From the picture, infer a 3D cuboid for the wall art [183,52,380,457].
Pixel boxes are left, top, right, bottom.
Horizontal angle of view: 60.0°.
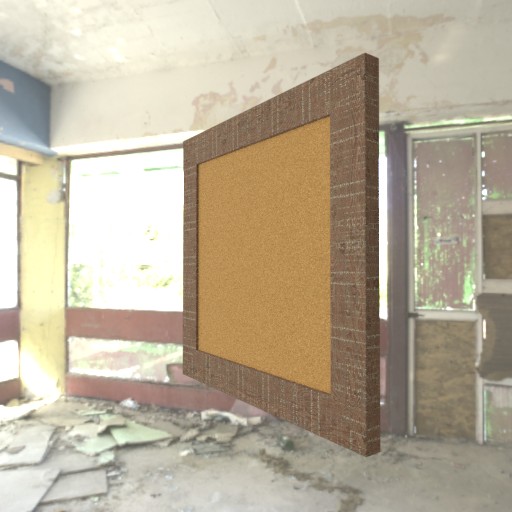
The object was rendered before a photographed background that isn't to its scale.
[{"bbox_3d":[0.000,0.000,0.804,0.029,0.531,0.531,1,-1,-36],"label":"wall art"}]
